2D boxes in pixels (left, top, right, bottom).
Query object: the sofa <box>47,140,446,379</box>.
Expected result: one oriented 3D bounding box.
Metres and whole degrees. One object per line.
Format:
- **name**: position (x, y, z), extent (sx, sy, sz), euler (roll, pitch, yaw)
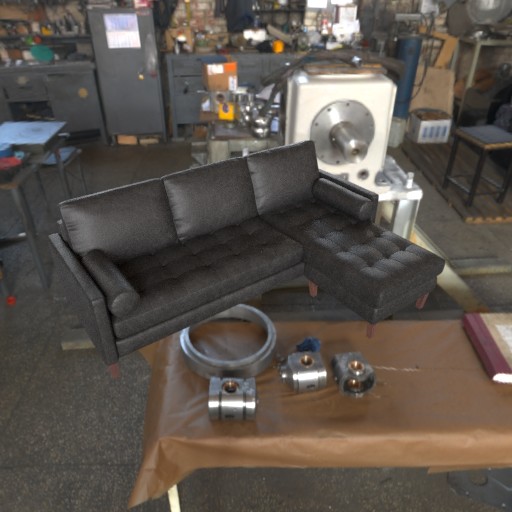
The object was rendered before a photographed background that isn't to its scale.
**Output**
- **sofa**: position (0.000, 0.000, 2.895), extent (2.178, 0.876, 1.497), euler (-22, 39, -30)
